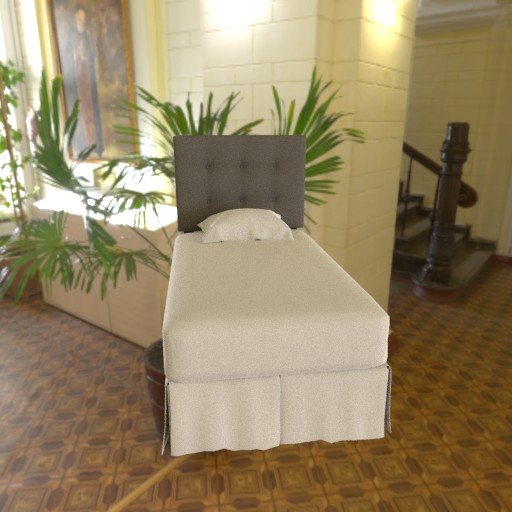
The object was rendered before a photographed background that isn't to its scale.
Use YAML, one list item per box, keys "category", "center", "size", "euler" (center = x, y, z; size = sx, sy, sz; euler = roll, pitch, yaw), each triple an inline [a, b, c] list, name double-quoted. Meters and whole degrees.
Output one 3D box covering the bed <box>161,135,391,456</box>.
- category: "bed"
  center: [0.000, 0.000, 3.077]
  size: [1.261, 1.571, 1.997]
  euler: [-2, 17, -8]
